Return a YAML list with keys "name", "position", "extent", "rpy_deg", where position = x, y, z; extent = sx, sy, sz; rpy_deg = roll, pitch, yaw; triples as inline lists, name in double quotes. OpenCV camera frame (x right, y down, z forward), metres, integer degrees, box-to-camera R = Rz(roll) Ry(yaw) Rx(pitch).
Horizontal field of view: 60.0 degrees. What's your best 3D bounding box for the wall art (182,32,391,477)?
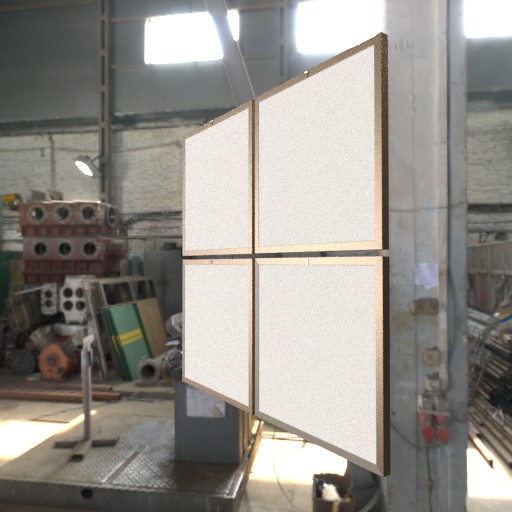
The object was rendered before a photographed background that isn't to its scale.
- name: "wall art"
  position: [0.000, 0.000, 1.450]
  extent: [0.030, 1.032, 1.032]
  rpy_deg: [1, -1, -36]
